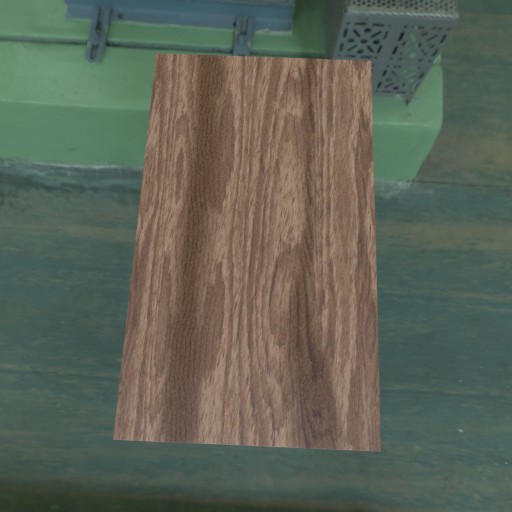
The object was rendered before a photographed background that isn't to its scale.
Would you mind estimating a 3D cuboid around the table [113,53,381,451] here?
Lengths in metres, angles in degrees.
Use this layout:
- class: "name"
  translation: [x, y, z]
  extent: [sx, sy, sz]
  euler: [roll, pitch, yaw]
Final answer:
- class: "table"
  translation: [0.000, 0.000, 1.838]
  extent: [0.801, 0.724, 1.349]
  euler: [2, 76, 1]
